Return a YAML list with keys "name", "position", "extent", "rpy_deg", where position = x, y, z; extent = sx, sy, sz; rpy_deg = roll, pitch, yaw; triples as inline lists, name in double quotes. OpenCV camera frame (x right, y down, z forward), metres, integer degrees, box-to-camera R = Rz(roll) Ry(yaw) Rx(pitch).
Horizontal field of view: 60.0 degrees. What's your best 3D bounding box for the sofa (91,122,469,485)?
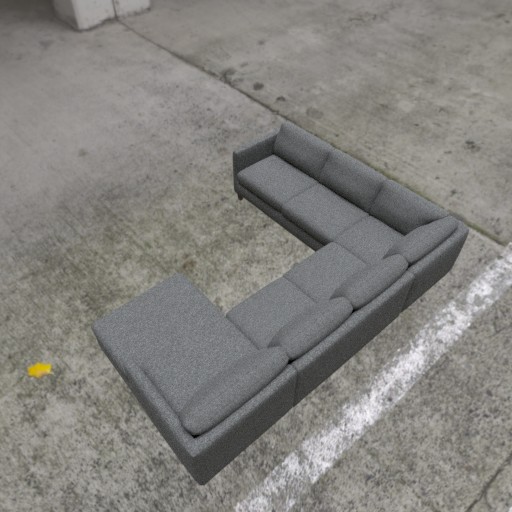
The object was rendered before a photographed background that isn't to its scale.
- name: "sofa"
  position: [0.000, 0.000, 4.311]
  extent: [3.238, 0.853, 2.551]
  rpy_deg: [-32, 54, -27]
